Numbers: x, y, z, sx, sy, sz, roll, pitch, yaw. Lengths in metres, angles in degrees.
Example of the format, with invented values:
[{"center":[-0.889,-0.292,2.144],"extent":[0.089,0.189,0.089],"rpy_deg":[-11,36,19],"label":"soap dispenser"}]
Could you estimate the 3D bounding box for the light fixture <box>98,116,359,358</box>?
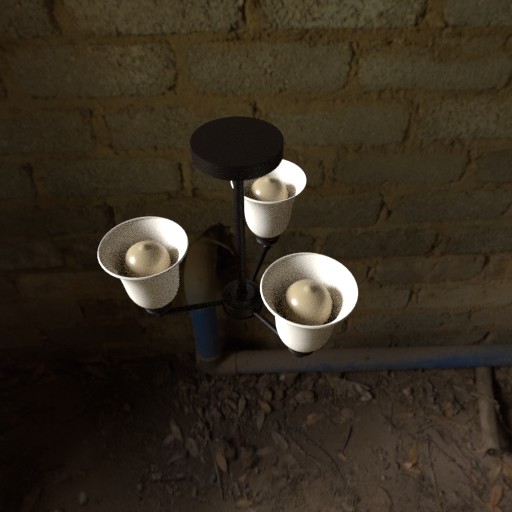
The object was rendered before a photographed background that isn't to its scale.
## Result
[{"center":[0.000,0.000,0.680],"extent":[0.388,0.370,0.354],"rpy_deg":[-32,54,-28],"label":"light fixture"}]
